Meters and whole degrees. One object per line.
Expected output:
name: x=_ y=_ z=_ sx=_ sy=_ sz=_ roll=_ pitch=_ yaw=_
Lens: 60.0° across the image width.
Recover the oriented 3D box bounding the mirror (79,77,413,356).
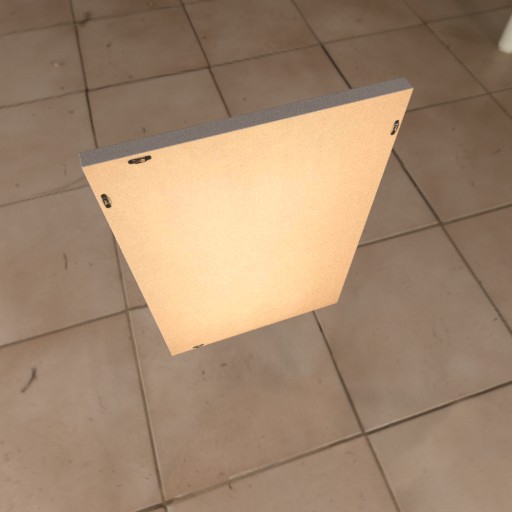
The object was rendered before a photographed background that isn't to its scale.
mirror: x=0.000 y=0.000 z=1.168 sx=0.609 sy=0.915 sz=0.040 roll=-16 pitch=60 yaw=-10
